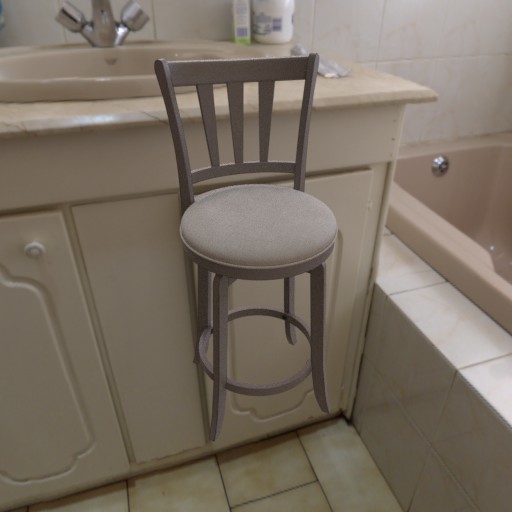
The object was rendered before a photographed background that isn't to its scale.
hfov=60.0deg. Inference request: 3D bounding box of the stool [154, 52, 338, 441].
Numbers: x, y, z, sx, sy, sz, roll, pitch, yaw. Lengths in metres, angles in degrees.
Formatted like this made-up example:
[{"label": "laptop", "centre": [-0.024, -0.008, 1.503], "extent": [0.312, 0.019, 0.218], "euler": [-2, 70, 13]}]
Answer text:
[{"label": "stool", "centre": [0.000, 0.000, 1.280], "extent": [0.436, 1.023, 0.475], "euler": [-8, 33, -13]}]
